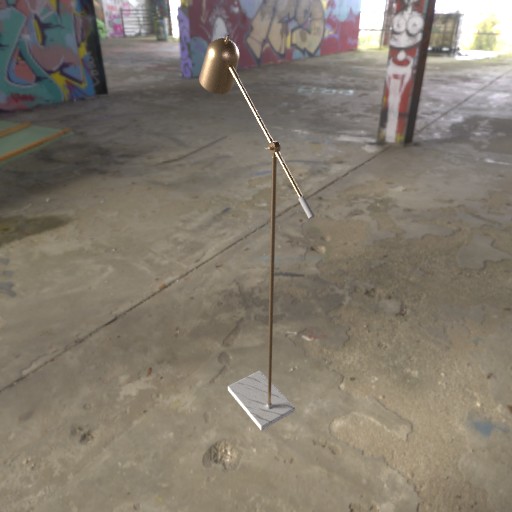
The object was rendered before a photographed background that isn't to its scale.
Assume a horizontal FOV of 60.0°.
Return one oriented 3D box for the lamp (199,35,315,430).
[{"bbox_3d":[0.000,0.000,1.802,0.194,1.594,0.653,-19,35,-29],"label":"lamp"}]
